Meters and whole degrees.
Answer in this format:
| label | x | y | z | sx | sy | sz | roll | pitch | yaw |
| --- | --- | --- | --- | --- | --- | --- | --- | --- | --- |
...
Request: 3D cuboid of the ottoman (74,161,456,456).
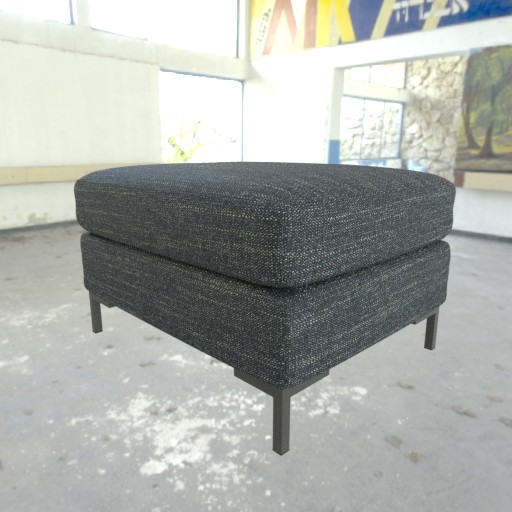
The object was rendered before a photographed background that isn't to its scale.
| label | x | y | z | sx | sy | sz | roll | pitch | yaw |
| --- | --- | --- | --- | --- | --- | --- | --- | --- | --- |
| ottoman | 0.000 | 0.000 | 1.203 | 0.667 | 0.491 | 0.814 | -13 | 19 | -43 |
